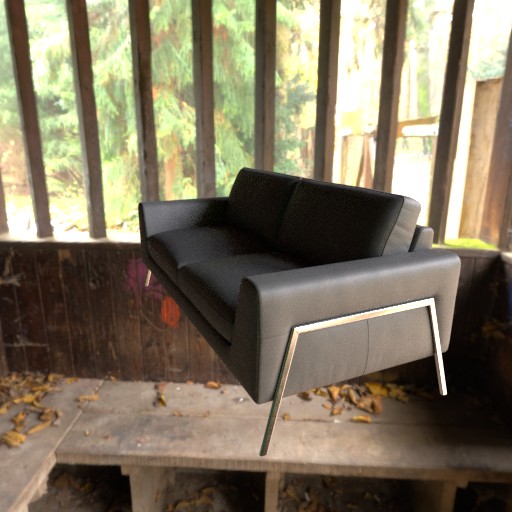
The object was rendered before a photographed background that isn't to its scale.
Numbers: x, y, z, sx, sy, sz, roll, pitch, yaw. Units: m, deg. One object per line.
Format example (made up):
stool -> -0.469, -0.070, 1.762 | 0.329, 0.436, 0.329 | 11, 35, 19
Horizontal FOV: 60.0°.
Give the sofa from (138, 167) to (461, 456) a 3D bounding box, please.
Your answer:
sofa -> 0.000, 0.000, 2.542 | 0.953, 0.875, 2.017 | -7, 18, -24
